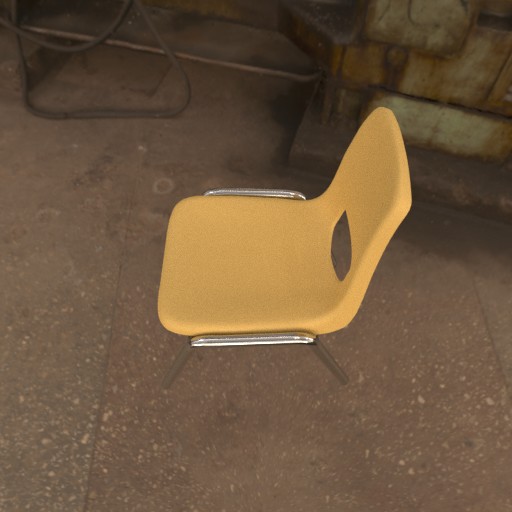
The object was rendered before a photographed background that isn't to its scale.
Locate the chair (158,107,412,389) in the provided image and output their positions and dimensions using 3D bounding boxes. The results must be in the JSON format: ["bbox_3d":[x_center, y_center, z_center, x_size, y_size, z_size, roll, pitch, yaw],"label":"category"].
[{"bbox_3d":[0.000,0.000,0.844,0.423,0.586,0.354,0,58,0],"label":"chair"}]
